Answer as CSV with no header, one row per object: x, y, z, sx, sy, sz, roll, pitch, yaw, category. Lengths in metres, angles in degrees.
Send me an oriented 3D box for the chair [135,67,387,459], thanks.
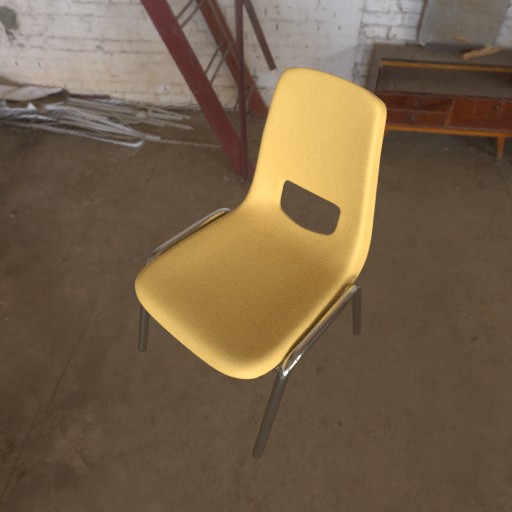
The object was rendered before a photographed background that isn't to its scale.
0.000,0.000,0.794,0.354,0.536,0.385,33,54,28,chair
